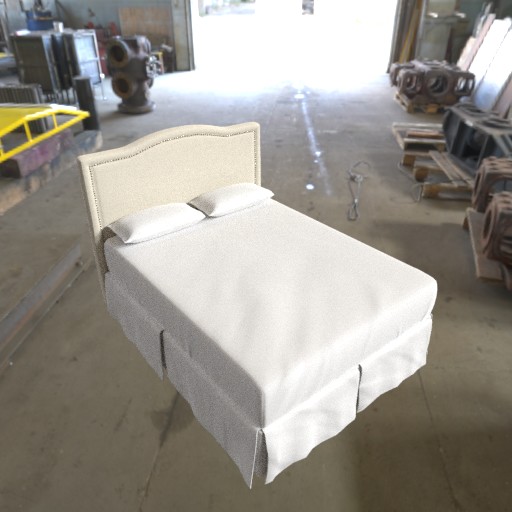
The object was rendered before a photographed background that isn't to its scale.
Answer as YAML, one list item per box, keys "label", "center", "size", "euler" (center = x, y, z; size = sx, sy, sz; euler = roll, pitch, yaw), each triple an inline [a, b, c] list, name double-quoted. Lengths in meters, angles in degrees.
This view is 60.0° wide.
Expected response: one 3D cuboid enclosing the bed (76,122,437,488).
- label: "bed"
  center: [0.000, 0.000, 3.259]
  size: [1.741, 1.449, 2.196]
  euler: [-22, 37, -33]
